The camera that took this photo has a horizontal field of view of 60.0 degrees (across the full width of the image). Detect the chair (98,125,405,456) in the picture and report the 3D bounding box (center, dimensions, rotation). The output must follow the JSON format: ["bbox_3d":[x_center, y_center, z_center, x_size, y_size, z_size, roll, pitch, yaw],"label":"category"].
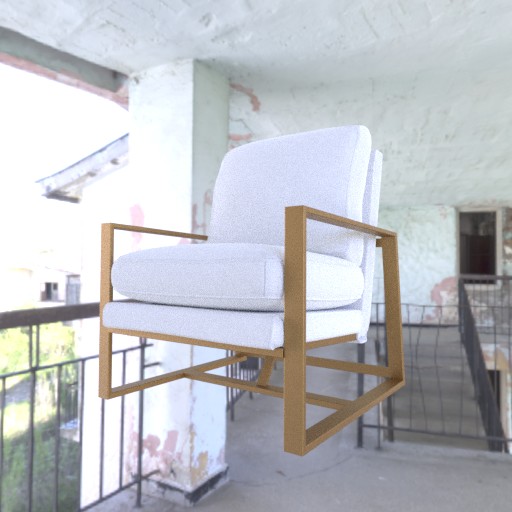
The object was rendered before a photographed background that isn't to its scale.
[{"bbox_3d":[0.000,0.000,1.585,0.805,0.966,0.813,-1,-1,36],"label":"chair"}]
